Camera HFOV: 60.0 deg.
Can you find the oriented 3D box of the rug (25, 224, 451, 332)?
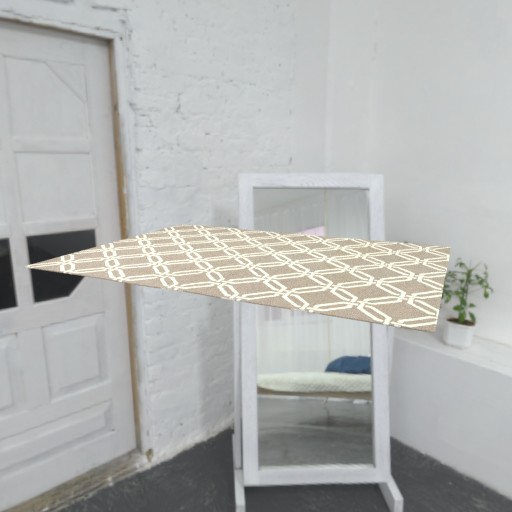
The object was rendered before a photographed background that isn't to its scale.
[{"bbox_3d":[0.000,0.000,4.321,3.419,0.020,2.441,6,15,24],"label":"rug"}]
